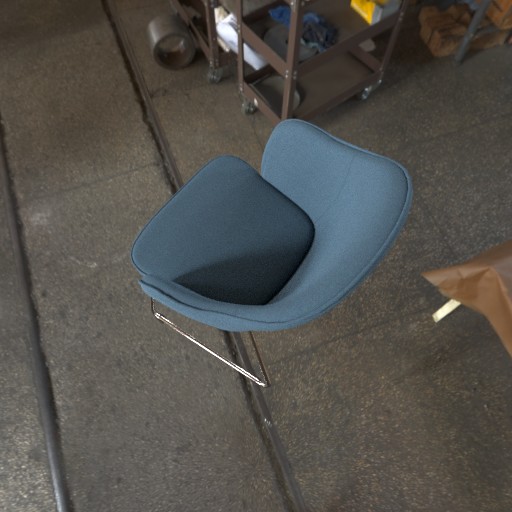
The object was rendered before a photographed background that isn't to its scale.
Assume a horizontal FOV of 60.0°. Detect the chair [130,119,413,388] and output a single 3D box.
[{"bbox_3d":[0.000,0.000,1.205,0.585,0.815,0.570,33,69,15],"label":"chair"}]
